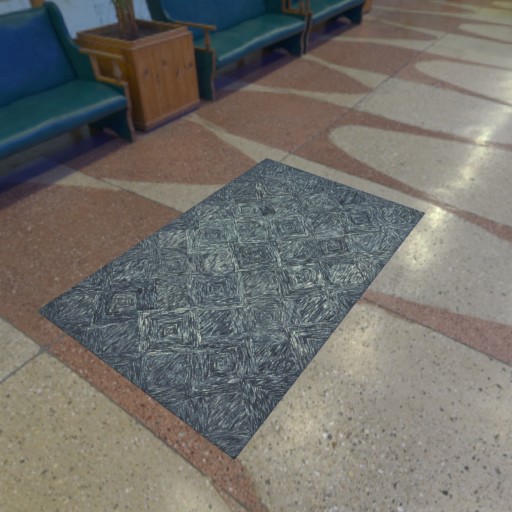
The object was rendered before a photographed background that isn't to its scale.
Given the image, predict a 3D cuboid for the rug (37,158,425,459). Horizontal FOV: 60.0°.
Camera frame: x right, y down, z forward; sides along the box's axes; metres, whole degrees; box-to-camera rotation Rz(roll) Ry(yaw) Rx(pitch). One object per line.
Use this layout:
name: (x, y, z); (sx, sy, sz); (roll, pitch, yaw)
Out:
rug: (0.000, 0.000, 2.981); (1.478, 0.017, 2.330); (25, 46, 27)
